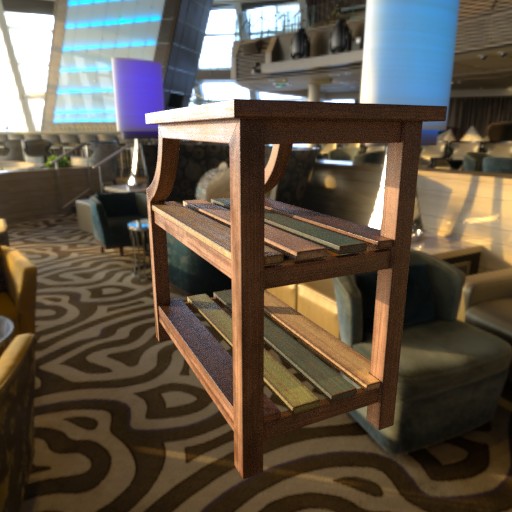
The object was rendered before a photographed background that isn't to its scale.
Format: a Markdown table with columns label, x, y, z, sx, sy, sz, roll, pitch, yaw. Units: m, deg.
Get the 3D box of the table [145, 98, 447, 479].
| label | x | y | z | sx | sy | sz | roll | pitch | yaw |
| --- | --- | --- | --- | --- | --- | --- | --- | --- | --- |
| table | 0.000 | 0.000 | 0.945 | 0.356 | 0.584 | 0.609 | -7 | 17 | -25 |
